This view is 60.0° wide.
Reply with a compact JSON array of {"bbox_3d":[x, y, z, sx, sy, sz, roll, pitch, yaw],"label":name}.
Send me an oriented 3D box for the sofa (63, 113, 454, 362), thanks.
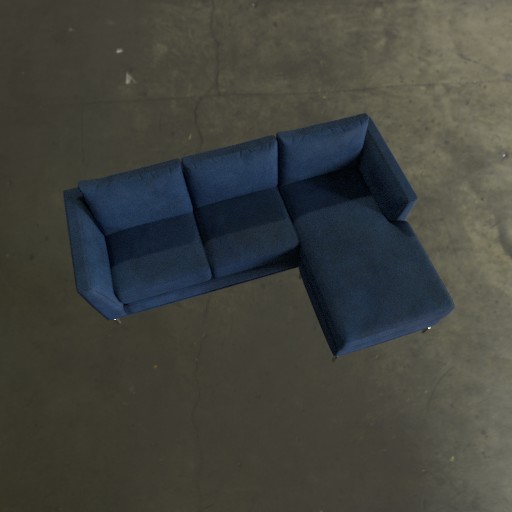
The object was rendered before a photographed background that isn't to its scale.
[{"bbox_3d":[0.000,0.000,3.246,2.438,0.987,1.622,-16,63,-8],"label":"sofa"}]
